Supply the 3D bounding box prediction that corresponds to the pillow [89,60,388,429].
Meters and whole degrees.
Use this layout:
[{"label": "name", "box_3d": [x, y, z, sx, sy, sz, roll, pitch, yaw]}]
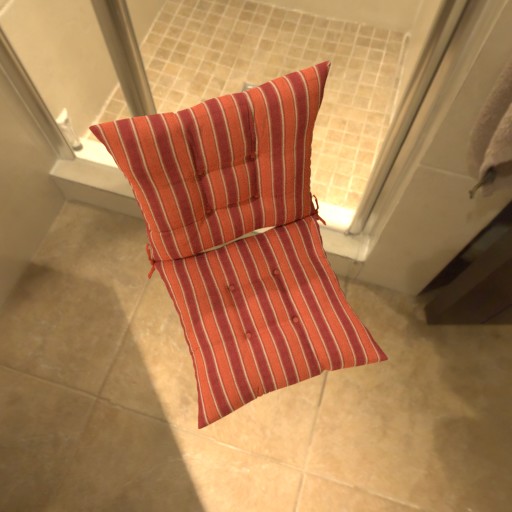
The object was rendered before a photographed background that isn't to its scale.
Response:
[{"label": "pillow", "box_3d": [0.000, 0.000, 1.015, 0.541, 0.536, 0.585, -18, 66, -8]}]
